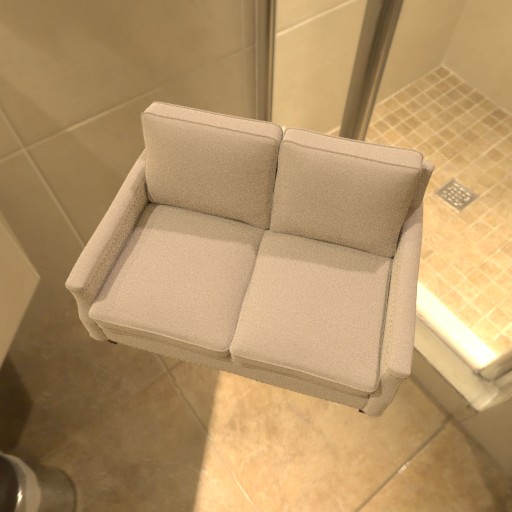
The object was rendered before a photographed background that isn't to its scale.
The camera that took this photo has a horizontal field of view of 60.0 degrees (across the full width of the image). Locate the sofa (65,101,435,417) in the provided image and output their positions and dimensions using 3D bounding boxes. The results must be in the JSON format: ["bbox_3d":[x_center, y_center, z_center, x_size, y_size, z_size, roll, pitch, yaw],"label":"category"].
[{"bbox_3d":[0.000,0.000,2.275,1.597,1.003,1.084,13,59,8],"label":"sofa"}]
